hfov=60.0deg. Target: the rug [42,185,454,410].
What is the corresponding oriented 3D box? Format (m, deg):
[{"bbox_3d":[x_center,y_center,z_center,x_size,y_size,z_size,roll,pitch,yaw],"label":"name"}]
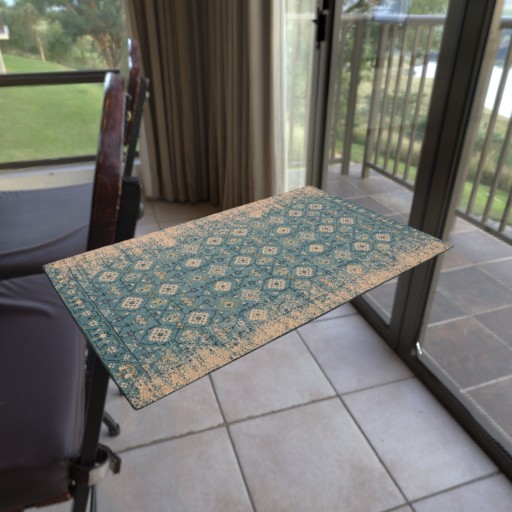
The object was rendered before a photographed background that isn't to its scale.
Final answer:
[{"bbox_3d":[0.000,0.000,2.233,1.795,0.008,1.102,-21,36,-32],"label":"rug"}]
